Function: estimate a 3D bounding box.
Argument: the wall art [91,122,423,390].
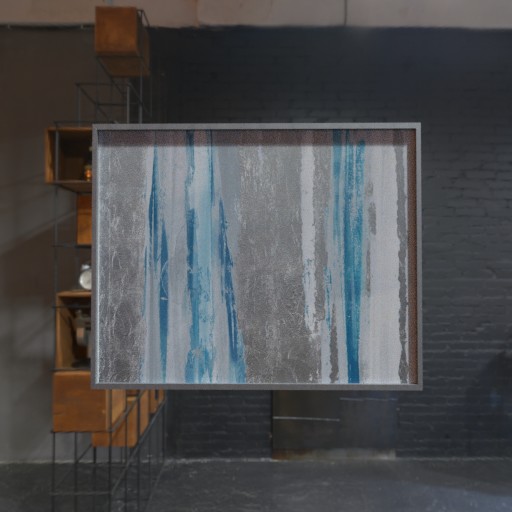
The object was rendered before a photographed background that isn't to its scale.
[{"bbox_3d":[0.000,0.000,0.767,0.557,0.450,0.037,0,-1,1],"label":"wall art"}]
